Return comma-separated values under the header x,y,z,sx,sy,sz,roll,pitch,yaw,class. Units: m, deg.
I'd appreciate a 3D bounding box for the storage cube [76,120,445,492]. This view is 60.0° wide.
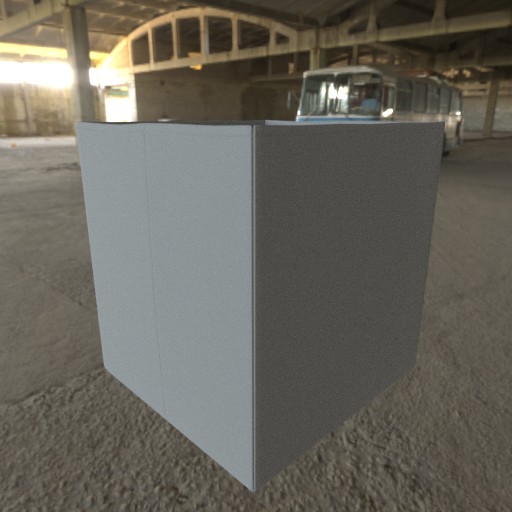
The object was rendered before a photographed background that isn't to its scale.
x,y,z,sx,sy,sz,roll,pitch,yaw,class
0.000,0.000,0.482,0.270,0.280,0.270,-16,24,-42,storage cube
